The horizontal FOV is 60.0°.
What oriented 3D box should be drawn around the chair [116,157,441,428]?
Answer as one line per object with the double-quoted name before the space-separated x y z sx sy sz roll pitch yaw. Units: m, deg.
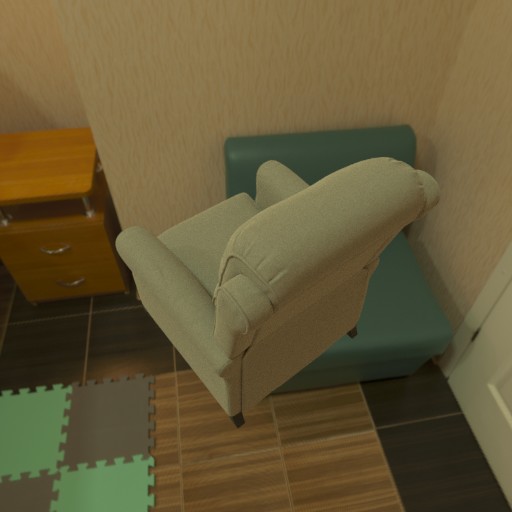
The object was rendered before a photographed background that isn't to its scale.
"chair" 0.000 0.000 1.774 0.859 1.046 0.919 -31 54 -25
